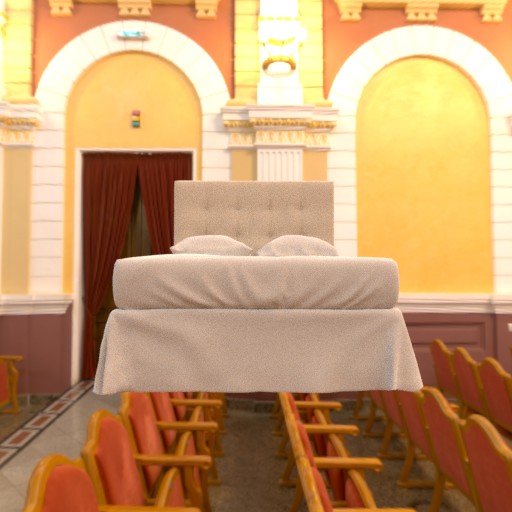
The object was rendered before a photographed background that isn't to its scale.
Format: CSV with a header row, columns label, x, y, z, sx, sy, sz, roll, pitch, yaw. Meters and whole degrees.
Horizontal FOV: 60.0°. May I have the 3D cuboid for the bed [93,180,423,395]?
label,x,y,z,sx,sy,sz,roll,pitch,yaw
bed,0.000,0.000,3.513,1.936,1.577,2.222,0,-1,-1
